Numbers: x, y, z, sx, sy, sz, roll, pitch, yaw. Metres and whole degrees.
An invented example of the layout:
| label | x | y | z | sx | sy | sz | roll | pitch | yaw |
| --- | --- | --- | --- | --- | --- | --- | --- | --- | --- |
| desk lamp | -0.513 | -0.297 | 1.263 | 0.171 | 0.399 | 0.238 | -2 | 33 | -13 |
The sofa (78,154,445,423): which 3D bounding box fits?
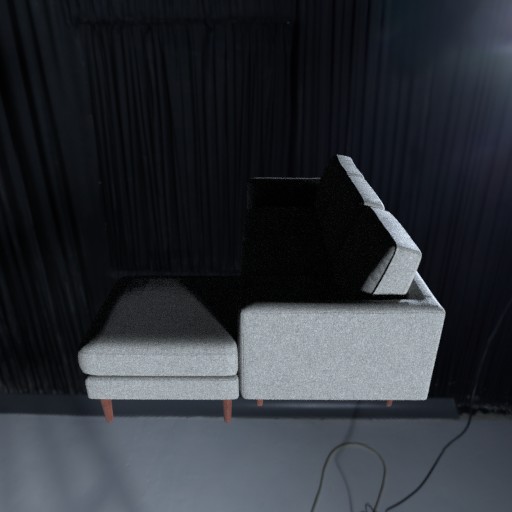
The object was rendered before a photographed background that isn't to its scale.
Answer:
| label | x | y | z | sx | sy | sz | roll | pitch | yaw |
| --- | --- | --- | --- | --- | --- | --- | --- | --- | --- |
| sofa | 0.000 | 0.000 | 2.934 | 1.667 | 0.957 | 2.055 | 0 | 26 | 0 |
